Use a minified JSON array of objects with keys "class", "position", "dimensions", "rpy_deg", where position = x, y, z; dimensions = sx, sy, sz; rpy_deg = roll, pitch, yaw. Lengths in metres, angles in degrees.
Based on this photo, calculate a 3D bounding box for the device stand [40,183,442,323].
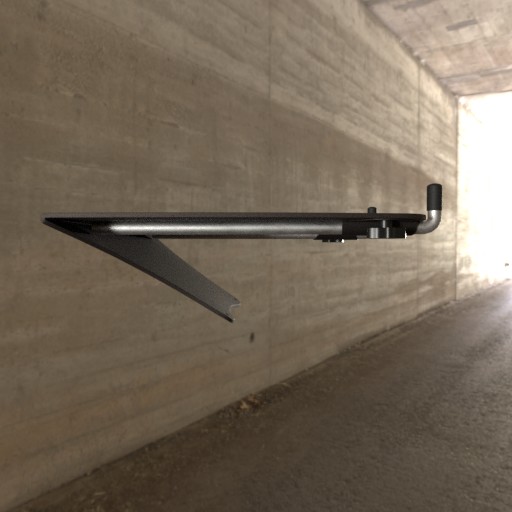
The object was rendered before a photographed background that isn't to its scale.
[{"class":"device stand","position":[0.000,0.000,0.352],"dimensions":[0.230,0.092,0.230],"rpy_deg":[0,1,1]}]
